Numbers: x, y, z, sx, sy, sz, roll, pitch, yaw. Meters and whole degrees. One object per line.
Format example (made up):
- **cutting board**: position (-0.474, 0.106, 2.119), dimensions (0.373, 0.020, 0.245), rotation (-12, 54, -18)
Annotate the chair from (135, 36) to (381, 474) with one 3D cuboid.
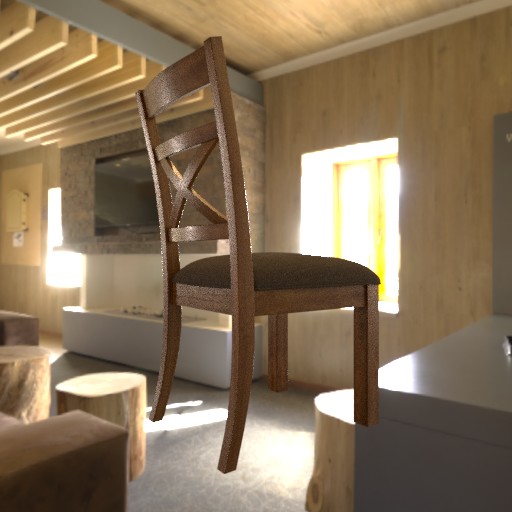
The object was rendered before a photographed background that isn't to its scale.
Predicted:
- **chair**: position (0.000, 0.000, 1.268), dimensions (0.581, 0.949, 0.470), rotation (0, 0, -37)
